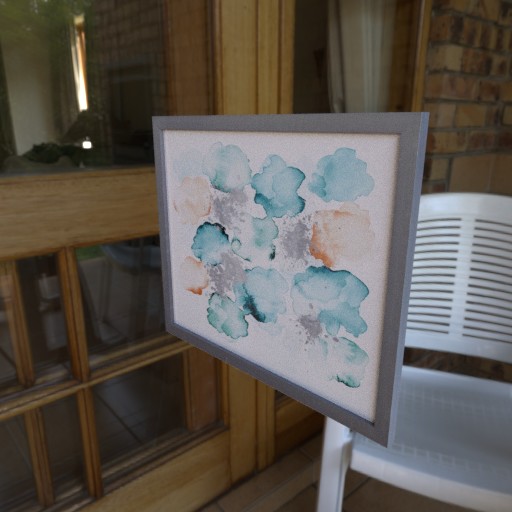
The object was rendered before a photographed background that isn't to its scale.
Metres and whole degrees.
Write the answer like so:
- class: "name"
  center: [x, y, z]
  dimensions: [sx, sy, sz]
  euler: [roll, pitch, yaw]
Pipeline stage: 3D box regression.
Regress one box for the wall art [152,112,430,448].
- class: "wall art"
  center: [0.000, 0.000, 0.919]
  dimensions: [0.660, 0.558, 0.026]
  euler: [15, 23, 42]
